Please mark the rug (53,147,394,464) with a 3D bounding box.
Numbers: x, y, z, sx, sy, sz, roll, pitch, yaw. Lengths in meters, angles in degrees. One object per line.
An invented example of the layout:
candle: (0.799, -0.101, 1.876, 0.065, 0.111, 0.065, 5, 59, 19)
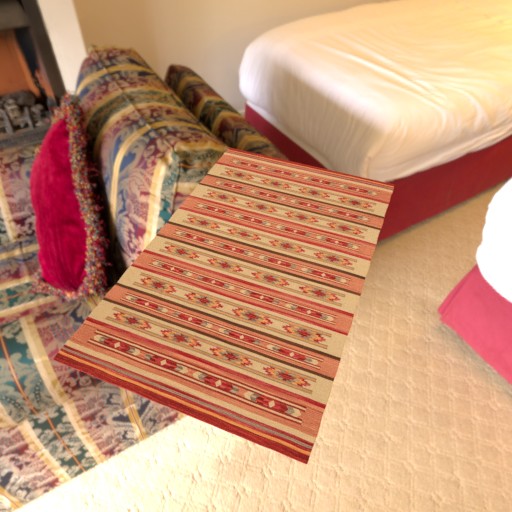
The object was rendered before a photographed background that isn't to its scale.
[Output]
rug: (0.000, 0.000, 3.131, 1.535, 0.010, 2.431, 16, 48, 15)
